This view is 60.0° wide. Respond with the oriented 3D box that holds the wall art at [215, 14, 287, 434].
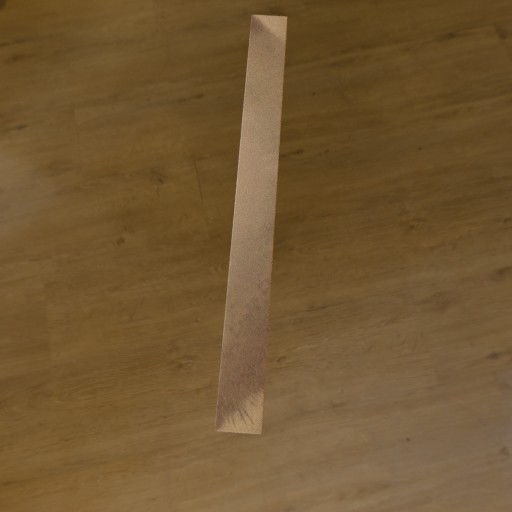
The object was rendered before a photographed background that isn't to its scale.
[{"bbox_3d":[0.000,0.000,0.449,0.028,0.303,0.303,4,74,1],"label":"wall art"}]
